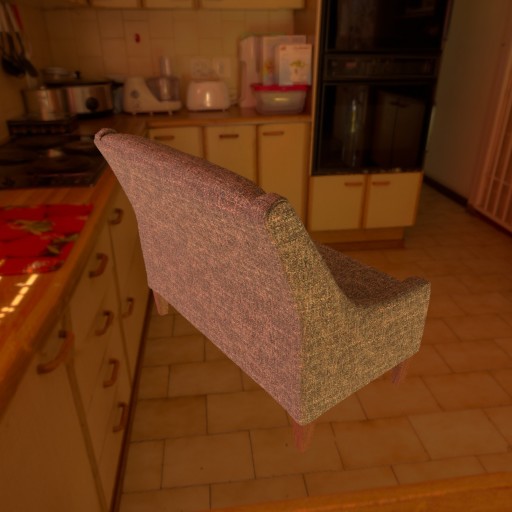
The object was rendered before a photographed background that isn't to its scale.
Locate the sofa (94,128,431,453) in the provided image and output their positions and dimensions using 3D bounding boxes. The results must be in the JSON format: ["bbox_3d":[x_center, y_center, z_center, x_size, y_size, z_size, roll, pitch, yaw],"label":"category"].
[{"bbox_3d":[0.000,0.000,1.948,0.870,1.021,1.242,-19,32,-33],"label":"sofa"}]
